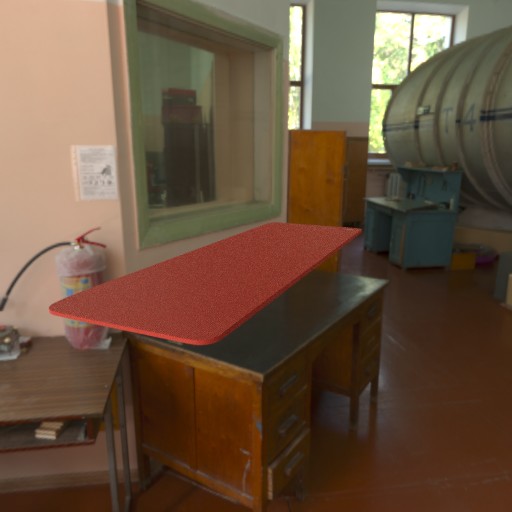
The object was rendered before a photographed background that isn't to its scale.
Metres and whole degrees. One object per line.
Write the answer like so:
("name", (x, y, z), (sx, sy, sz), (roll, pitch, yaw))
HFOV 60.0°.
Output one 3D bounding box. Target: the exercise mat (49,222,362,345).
("exercise mat", (0.000, 0.000, 2.087), (0.616, 0.021, 1.869), (6, 15, 24))
